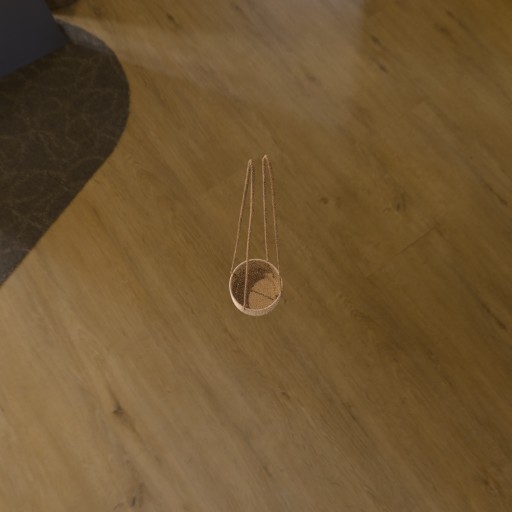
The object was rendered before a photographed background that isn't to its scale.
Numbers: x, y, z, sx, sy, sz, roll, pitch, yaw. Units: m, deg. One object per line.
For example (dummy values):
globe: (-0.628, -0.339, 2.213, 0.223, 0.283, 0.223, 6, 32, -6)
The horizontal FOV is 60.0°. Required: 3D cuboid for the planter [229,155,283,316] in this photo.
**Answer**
planter: (0.000, 0.000, 0.929, 0.146, 0.841, 0.146, -19, 75, -5)
